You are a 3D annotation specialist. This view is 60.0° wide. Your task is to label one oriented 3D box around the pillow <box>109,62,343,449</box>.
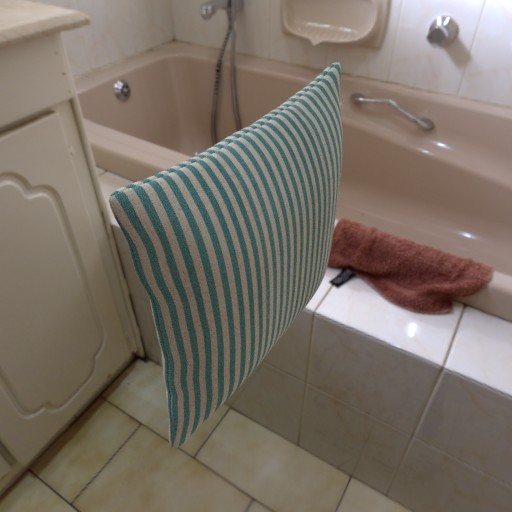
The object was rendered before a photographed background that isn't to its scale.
[{"bbox_3d":[0.000,0.000,0.765,0.166,0.510,0.523,24,46,25],"label":"pillow"}]
